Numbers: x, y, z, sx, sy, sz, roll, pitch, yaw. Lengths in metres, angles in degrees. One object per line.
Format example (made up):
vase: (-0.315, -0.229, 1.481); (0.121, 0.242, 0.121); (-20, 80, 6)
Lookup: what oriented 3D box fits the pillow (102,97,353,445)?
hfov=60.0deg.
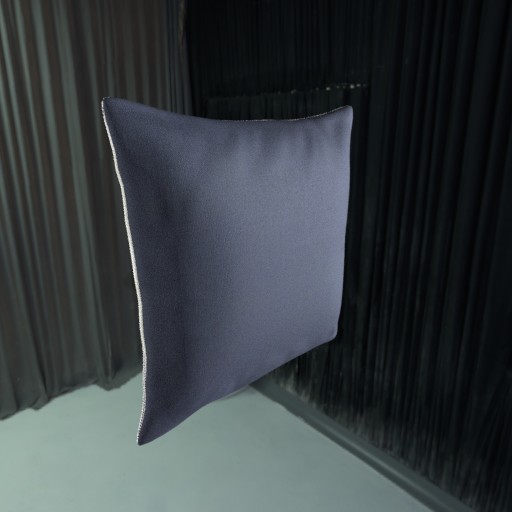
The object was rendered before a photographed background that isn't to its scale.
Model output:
pillow: (0.000, 0.000, 0.776); (0.520, 0.508, 0.166); (-16, 23, -42)
